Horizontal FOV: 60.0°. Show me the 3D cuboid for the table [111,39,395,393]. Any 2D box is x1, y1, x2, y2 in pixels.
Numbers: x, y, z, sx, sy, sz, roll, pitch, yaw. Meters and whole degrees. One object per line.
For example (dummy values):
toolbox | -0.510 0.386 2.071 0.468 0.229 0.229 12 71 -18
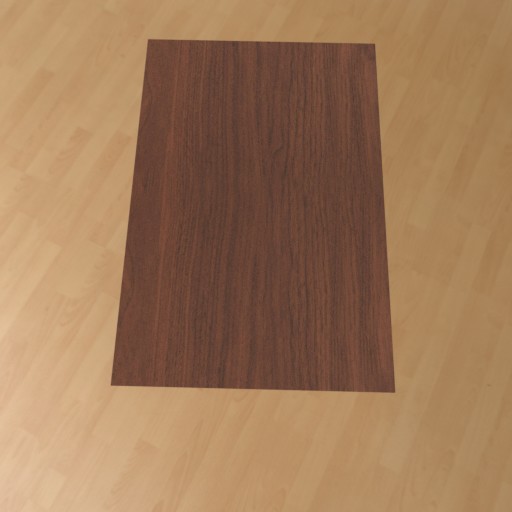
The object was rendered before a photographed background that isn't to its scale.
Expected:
table | 0.000 0.000 1.047 0.406 0.711 0.589 1 74 0
